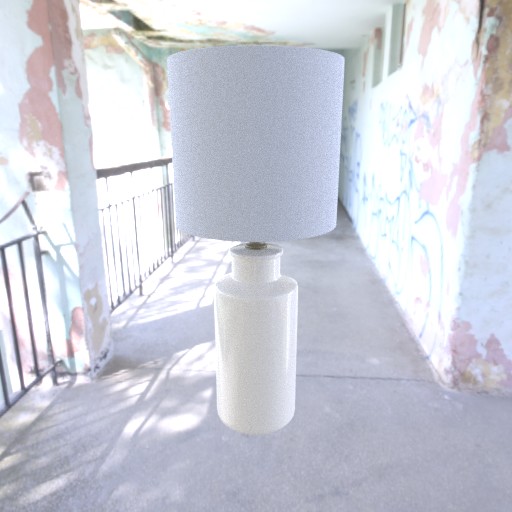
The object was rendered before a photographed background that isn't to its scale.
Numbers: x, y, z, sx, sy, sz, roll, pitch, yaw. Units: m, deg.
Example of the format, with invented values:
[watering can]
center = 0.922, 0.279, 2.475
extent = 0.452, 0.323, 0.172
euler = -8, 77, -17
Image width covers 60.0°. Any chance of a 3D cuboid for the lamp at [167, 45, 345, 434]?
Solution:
[lamp]
center = 0.000, 0.000, 0.606
extent = 0.212, 0.493, 0.212
euler = 2, 16, 7
